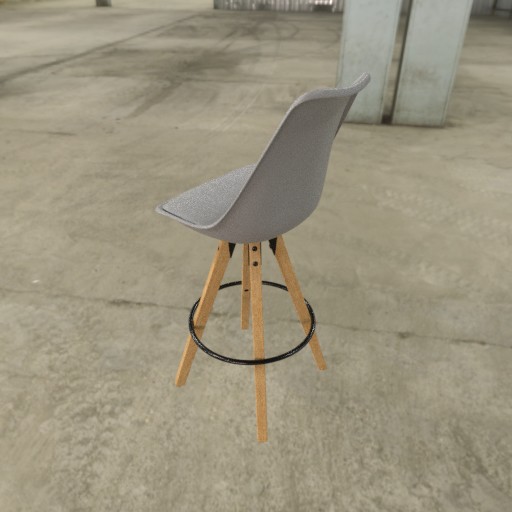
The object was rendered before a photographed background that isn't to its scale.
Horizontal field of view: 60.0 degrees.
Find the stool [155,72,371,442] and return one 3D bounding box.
[{"bbox_3d":[0.000,0.000,1.413,0.550,1.115,0.485,22,38,31],"label":"stool"}]
